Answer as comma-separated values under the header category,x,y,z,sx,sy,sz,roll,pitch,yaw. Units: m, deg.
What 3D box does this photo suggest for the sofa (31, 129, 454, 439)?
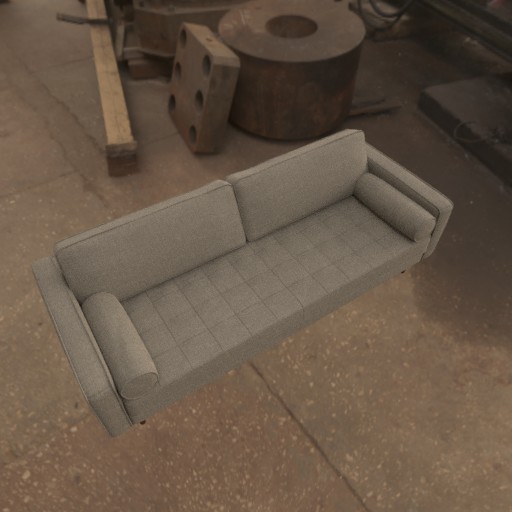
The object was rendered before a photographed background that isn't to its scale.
category,x,y,z,sx,sy,sz,roll,pitch,yaw
sofa,0.000,0.000,2.544,2.211,0.762,0.914,-26,52,-22
